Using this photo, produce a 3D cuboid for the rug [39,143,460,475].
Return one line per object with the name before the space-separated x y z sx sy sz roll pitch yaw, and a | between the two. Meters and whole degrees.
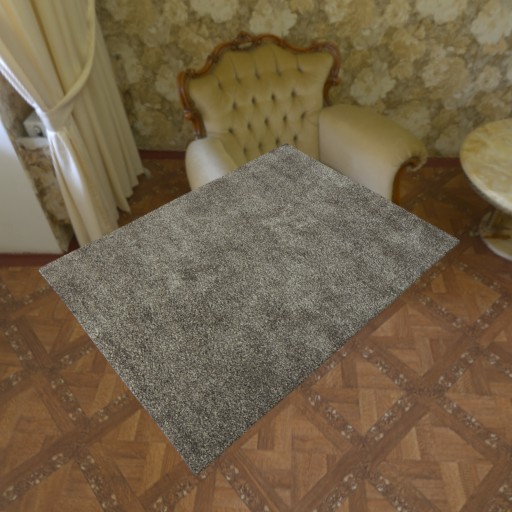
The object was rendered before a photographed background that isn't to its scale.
rug | 0.000 0.000 2.096 1.601 0.025 1.198 -33 54 -28
